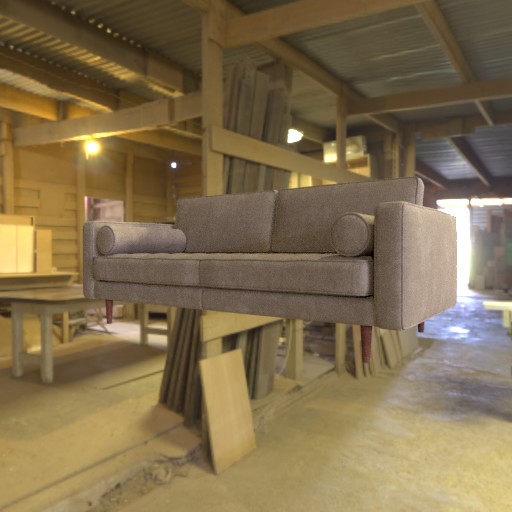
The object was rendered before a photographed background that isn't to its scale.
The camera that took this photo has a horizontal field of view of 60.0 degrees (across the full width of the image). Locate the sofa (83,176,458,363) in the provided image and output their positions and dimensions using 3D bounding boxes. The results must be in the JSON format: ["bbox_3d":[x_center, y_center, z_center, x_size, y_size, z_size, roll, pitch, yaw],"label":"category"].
[{"bbox_3d":[0.000,0.000,2.376,1.883,0.769,0.920,0,1,35],"label":"sofa"}]
